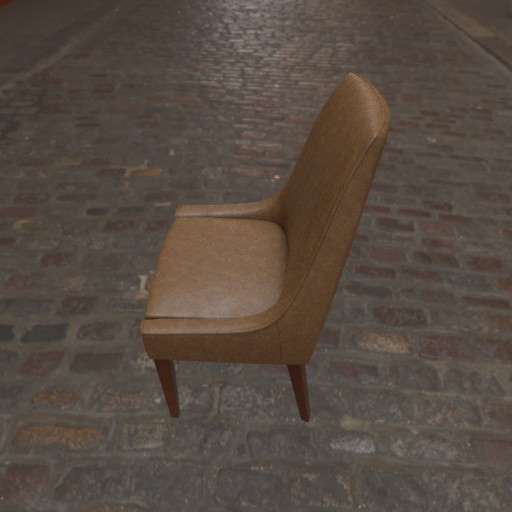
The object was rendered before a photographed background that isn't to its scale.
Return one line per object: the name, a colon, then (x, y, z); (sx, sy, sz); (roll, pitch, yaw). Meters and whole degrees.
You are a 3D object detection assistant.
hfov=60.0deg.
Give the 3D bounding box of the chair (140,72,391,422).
chair: (0.000, 0.000, 1.187); (0.544, 0.861, 0.529); (1, 40, 2)
